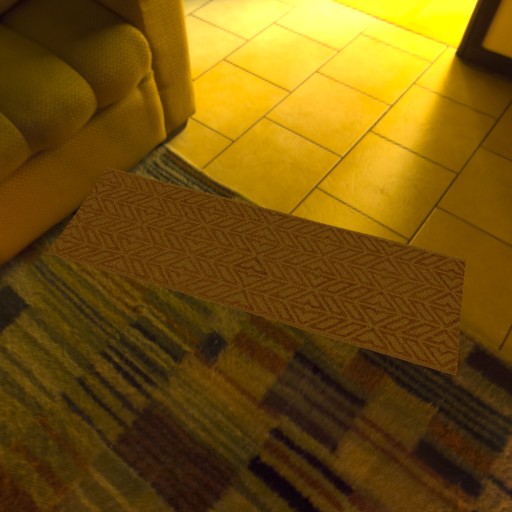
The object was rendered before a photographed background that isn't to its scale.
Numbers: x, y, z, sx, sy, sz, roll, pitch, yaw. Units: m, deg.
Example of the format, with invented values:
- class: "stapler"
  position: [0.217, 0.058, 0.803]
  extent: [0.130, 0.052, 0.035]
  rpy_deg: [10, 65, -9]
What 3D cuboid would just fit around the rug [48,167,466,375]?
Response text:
- class: "rug"
  position: [0.000, 0.000, 2.699]
  extent: [2.435, 0.009, 0.750]
  rpy_deg: [15, 59, 10]
